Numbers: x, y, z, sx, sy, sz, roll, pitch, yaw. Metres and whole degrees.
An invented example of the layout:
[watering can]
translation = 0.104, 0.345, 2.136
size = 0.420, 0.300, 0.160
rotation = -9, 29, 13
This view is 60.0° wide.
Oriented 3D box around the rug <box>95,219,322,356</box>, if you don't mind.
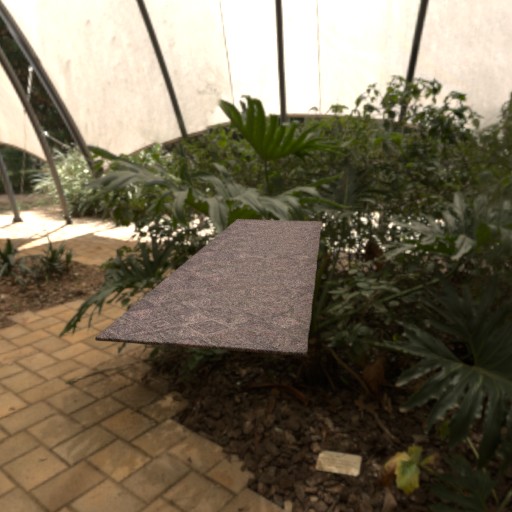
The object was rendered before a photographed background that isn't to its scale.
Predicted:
[rug]
translation = 0.000, 0.000, 2.478
size = 0.691, 0.011, 2.296
rotation = 2, 15, 9
